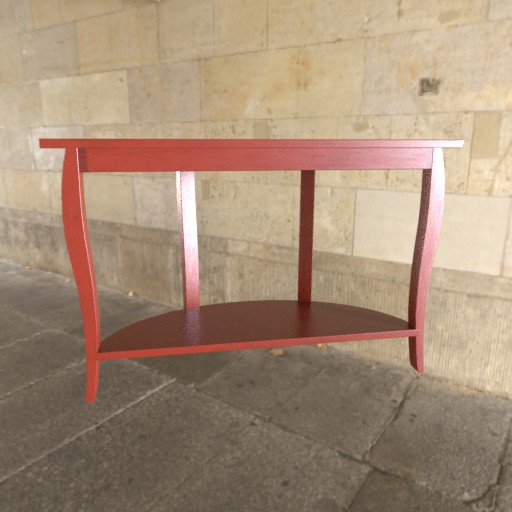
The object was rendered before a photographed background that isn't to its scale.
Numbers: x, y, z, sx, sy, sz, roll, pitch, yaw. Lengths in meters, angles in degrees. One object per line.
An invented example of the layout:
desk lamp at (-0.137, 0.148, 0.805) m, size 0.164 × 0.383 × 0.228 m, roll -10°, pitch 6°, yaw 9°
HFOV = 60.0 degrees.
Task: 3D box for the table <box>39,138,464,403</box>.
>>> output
table at (0.000, 0.000, 1.541) m, size 1.219 × 0.779 × 0.405 m, roll -2°, pitch 14°, yaw -10°
